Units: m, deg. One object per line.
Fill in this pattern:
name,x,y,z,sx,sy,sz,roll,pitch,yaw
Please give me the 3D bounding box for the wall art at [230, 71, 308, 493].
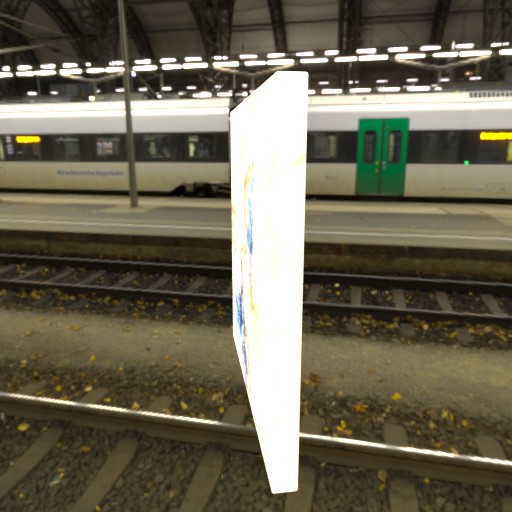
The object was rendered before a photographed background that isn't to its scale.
wall art,0.000,0.000,1.580,0.071,1.061,1.061,-2,14,-8
